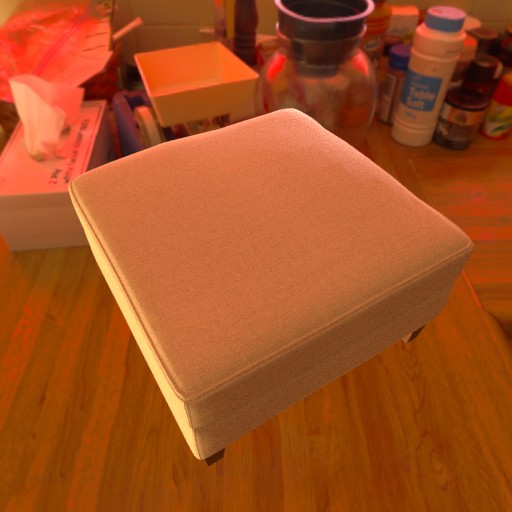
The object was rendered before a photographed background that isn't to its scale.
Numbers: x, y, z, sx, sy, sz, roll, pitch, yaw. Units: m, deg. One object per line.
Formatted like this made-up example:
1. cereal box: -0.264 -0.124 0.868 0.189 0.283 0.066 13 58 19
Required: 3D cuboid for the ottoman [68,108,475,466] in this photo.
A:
1. ottoman: 0.000 0.000 1.350 0.838 0.503 0.838 -24 51 -21
